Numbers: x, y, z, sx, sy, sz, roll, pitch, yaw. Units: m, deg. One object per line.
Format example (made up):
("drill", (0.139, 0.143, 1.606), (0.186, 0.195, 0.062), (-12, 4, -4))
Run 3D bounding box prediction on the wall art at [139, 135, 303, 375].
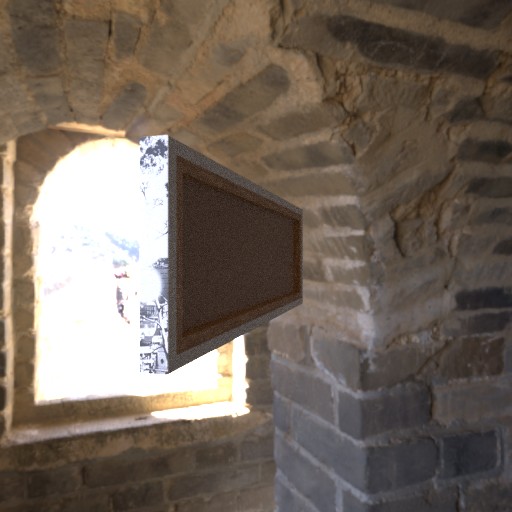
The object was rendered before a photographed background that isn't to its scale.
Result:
("wall art", (0.000, 0.000, 0.844), (0.036, 0.256, 0.766), (0, 0, 17))
